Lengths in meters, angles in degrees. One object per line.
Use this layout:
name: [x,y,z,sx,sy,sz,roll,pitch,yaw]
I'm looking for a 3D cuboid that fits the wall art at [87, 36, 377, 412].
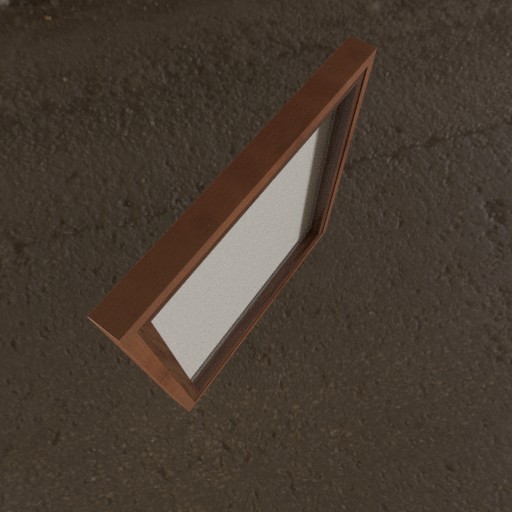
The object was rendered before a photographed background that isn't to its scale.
wall art: [0.000,0.000,0.594,0.035,0.403,0.403,33,68,15]
